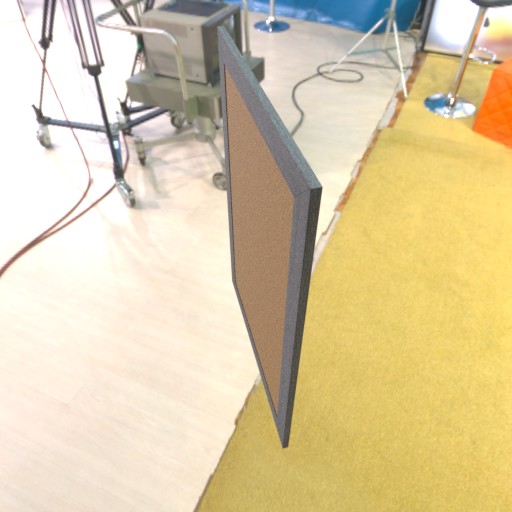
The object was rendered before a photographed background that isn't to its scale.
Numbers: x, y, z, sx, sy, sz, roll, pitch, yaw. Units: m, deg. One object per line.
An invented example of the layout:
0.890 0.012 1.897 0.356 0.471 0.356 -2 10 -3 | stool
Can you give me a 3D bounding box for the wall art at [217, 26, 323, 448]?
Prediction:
0.000 0.000 1.356 0.020 1.070 0.768 -11 47 -10 | wall art
